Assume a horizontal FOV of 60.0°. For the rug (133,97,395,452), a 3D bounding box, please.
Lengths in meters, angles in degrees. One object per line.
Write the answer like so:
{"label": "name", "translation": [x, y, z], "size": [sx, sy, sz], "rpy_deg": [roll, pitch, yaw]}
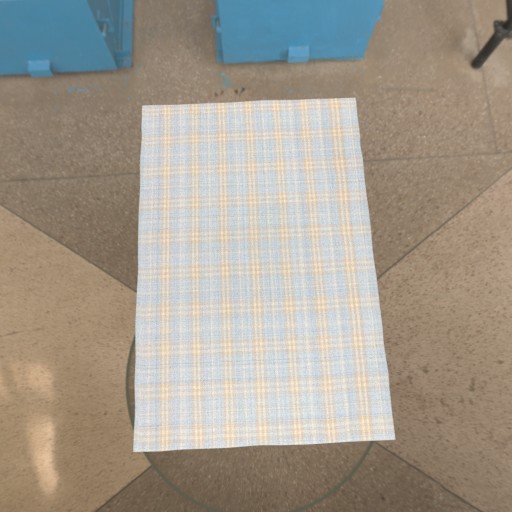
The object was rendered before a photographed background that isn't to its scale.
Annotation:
{"label": "rug", "translation": [0.000, 0.000, 2.296], "size": [1.231, 0.012, 1.835], "rpy_deg": [-2, 75, -1]}
